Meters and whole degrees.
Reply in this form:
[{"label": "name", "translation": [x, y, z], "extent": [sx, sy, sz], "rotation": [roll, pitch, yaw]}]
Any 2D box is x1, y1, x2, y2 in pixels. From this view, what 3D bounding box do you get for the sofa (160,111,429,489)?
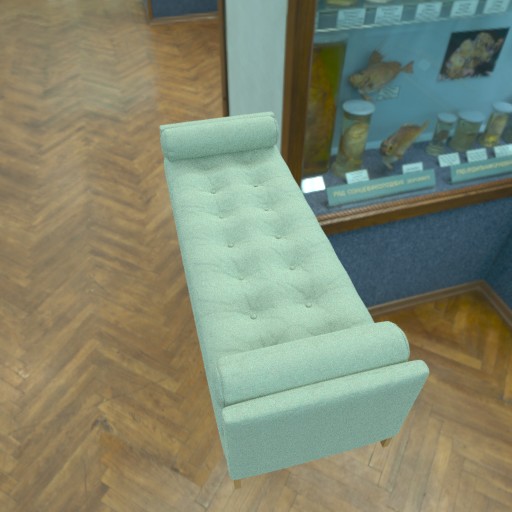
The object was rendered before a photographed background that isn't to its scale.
[{"label": "sofa", "translation": [0.000, 0.000, 2.458], "extent": [0.796, 0.705, 2.102], "rotation": [-11, 46, -10]}]
